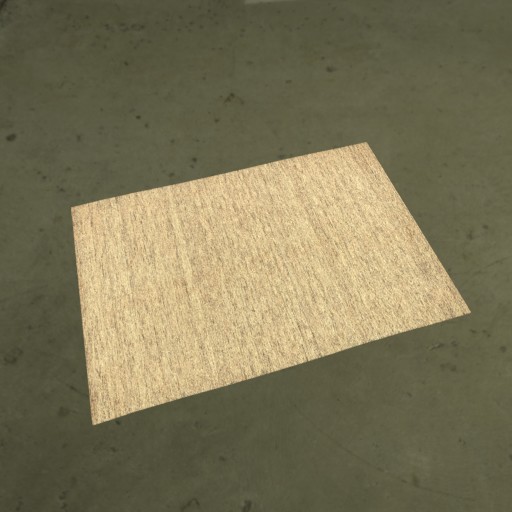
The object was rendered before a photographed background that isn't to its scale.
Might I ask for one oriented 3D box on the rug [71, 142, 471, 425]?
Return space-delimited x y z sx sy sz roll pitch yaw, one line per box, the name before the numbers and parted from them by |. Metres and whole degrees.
rug | 0.000 0.000 2.932 2.283 0.013 1.547 -14 59 -9
